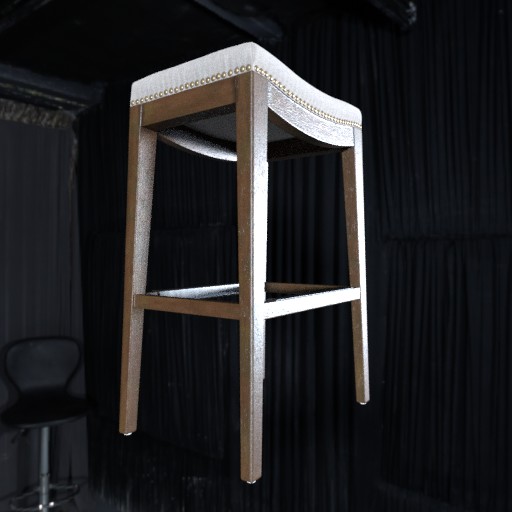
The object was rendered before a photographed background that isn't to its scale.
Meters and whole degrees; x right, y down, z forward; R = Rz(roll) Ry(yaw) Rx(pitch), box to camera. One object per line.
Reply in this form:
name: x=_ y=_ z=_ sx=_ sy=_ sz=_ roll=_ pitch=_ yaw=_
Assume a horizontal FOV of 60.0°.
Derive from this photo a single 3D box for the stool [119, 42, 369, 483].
stool: x=0.000 y=0.000 z=1.043 sx=0.356 sy=0.762 sz=0.508 roll=0 pitch=1 yaw=36
